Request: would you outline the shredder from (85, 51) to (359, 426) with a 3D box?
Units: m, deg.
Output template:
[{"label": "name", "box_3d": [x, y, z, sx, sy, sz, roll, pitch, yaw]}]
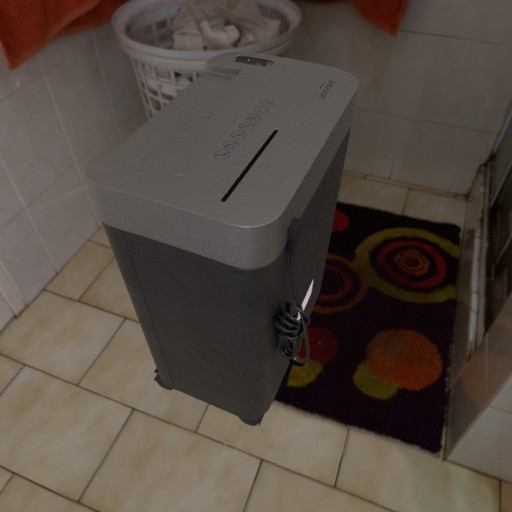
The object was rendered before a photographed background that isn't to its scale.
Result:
[{"label": "shredder", "box_3d": [0.000, 0.000, 0.612, 0.237, 0.419, 0.311, 18, 49, 16]}]
